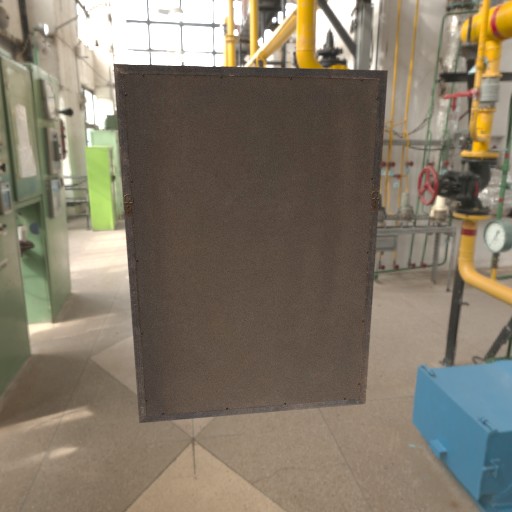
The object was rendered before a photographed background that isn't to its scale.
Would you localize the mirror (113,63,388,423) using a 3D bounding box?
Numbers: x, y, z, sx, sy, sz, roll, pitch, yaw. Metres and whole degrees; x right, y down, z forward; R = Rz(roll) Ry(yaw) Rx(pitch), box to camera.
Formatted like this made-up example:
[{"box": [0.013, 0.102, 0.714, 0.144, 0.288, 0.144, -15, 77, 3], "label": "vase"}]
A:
[{"box": [0.000, 0.000, 1.256, 0.705, 0.996, 0.025, -2, 14, -8], "label": "mirror"}]
